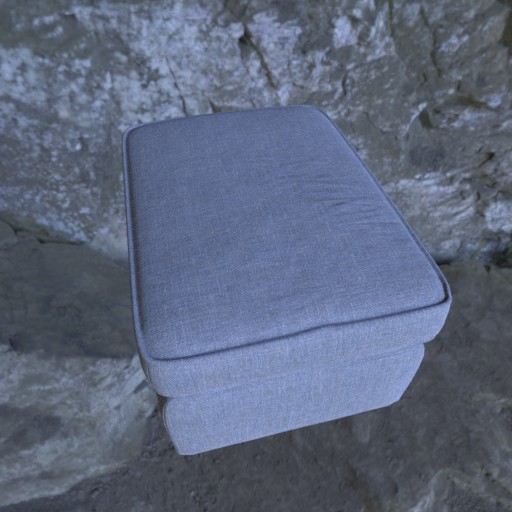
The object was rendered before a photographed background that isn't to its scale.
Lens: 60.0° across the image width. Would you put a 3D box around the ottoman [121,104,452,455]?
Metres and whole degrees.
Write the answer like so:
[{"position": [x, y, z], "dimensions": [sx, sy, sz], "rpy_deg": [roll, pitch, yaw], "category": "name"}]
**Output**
[{"position": [0.000, 0.000, 1.093], "dimensions": [0.559, 0.457, 0.762], "rpy_deg": [-10, 47, -10], "category": "ottoman"}]
